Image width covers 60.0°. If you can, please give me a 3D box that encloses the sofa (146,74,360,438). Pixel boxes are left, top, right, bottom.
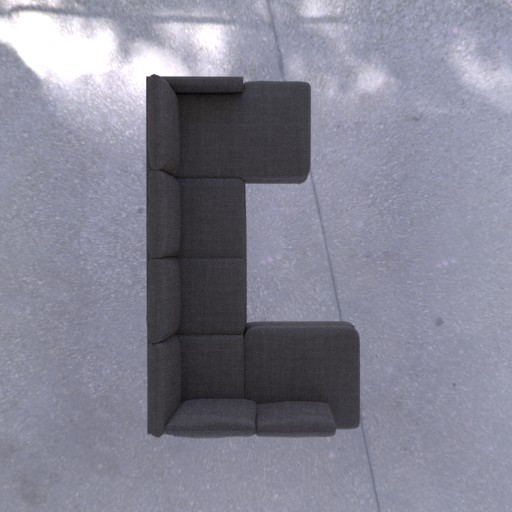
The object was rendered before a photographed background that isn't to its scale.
[{"bbox_3d":[0.000,0.000,4.368,2.048,0.999,3.423,0,91,-1],"label":"sofa"}]
